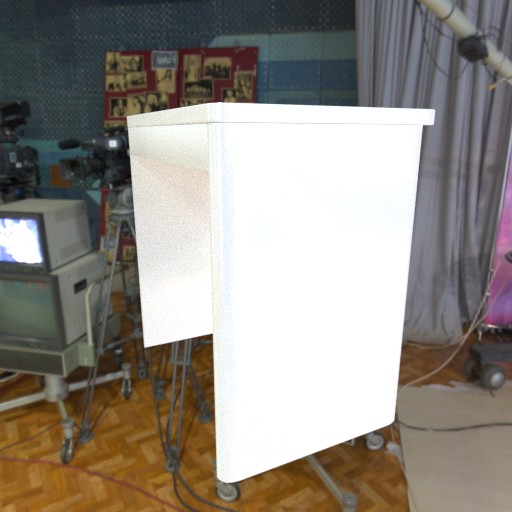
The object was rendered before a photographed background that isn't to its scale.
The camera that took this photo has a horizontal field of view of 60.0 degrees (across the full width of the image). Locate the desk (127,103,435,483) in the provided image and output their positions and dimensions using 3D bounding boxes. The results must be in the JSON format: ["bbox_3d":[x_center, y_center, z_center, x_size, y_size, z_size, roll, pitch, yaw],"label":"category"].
[{"bbox_3d":[0.000,0.000,1.308,0.549,0.800,0.762,-8,17,-26],"label":"desk"}]
